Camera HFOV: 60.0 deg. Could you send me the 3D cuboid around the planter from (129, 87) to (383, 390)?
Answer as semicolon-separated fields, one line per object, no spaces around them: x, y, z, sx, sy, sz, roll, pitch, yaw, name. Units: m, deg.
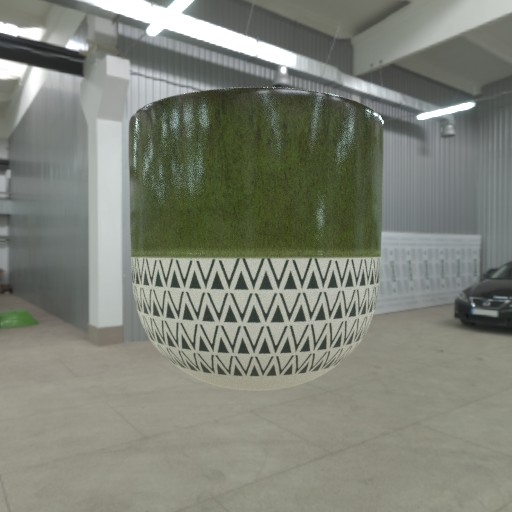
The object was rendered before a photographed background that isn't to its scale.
0.000;0.000;0.483;0.266;0.270;0.266;0;1;0;planter
